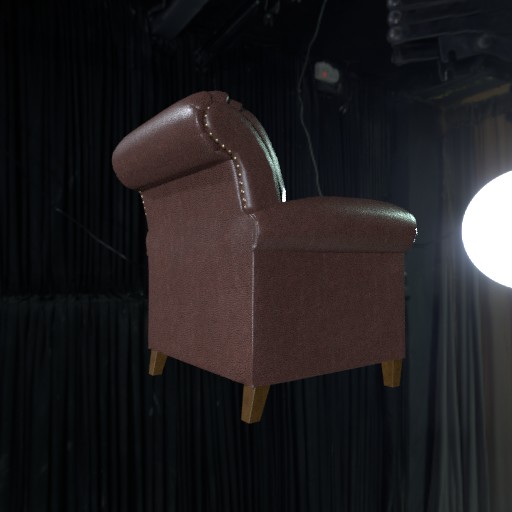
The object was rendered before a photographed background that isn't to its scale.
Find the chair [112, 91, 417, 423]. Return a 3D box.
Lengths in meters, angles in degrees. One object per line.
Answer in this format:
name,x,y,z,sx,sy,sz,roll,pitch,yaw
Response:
chair,0.000,0.000,1.647,0.890,0.927,0.854,1,-2,-36
